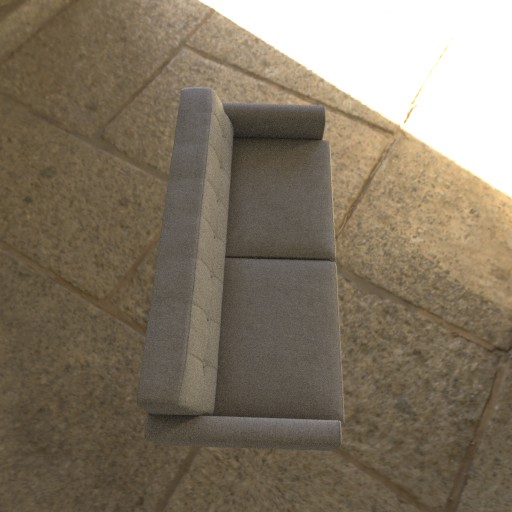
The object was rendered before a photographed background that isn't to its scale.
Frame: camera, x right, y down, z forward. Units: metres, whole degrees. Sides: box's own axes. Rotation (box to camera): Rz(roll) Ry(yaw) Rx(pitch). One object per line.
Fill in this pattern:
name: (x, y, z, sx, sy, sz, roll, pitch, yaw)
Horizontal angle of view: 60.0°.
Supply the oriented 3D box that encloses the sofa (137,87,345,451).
sofa: (0.000, 0.000, 2.595, 0.968, 0.873, 2.055, 2, 64, 1)
